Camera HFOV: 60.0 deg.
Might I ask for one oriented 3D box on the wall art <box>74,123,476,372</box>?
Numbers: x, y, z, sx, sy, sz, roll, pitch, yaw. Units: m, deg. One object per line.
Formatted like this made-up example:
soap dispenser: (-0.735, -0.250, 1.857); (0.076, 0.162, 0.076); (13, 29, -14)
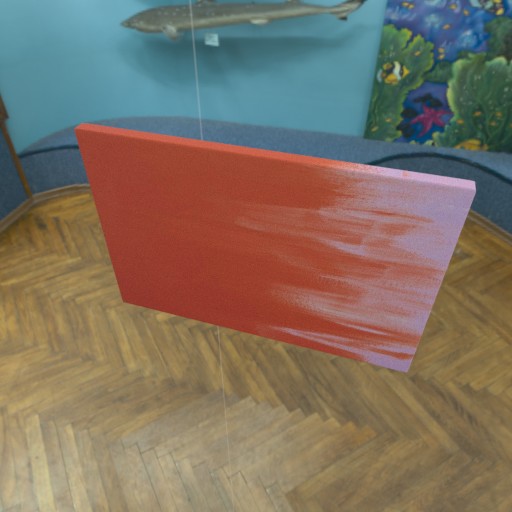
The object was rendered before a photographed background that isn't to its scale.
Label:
wall art: (0.000, 0.000, 1.178); (0.913, 0.609, 0.040); (12, 42, 13)
